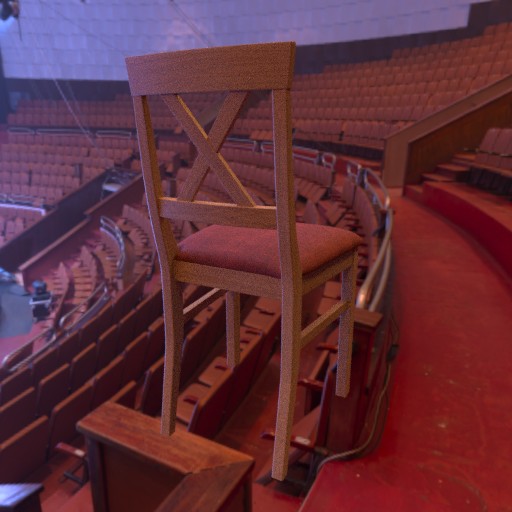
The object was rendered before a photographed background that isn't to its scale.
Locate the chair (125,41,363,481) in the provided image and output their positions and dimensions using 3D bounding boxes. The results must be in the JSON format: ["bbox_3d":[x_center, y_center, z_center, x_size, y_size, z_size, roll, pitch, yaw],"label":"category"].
[{"bbox_3d":[0.000,0.000,1.140,0.439,0.912,0.492,8,18,27],"label":"chair"}]
